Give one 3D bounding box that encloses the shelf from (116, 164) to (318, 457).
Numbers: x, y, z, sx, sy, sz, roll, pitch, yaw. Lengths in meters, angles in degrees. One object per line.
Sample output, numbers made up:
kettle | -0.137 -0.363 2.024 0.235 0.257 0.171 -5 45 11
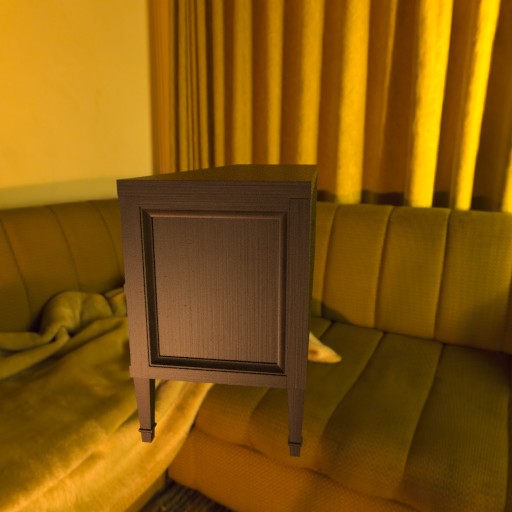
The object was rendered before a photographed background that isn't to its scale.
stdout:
shelf | 0.000 0.000 1.864 0.479 0.719 1.575 2 13 8
